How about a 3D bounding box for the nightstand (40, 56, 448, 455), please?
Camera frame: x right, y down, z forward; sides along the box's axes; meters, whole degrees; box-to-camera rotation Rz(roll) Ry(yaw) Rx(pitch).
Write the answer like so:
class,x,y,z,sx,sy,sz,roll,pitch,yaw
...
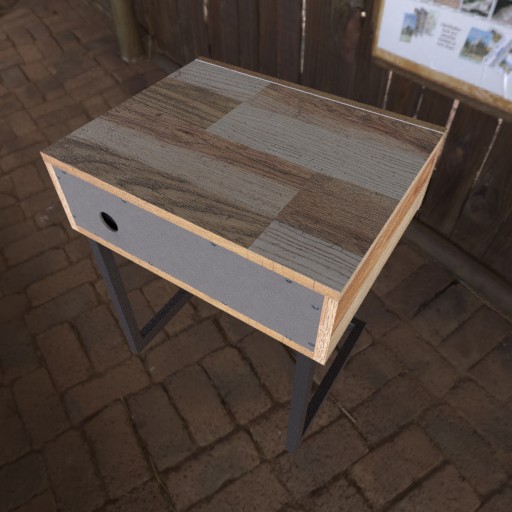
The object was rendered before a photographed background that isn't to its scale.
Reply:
class,x,y,z,sx,sy,sz,roll,pitch,yaw
nightstand,0.000,0.000,1.012,0.558,0.632,0.481,25,52,22
